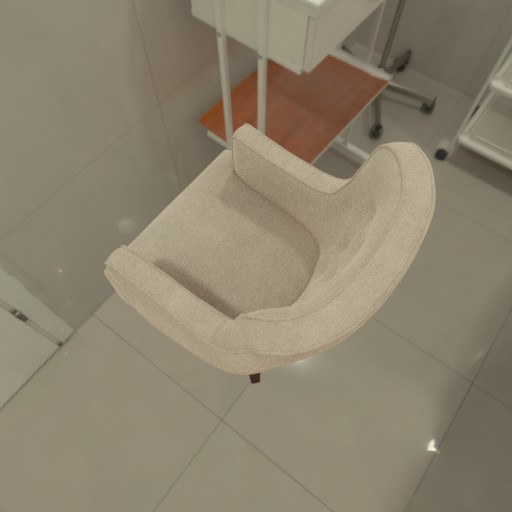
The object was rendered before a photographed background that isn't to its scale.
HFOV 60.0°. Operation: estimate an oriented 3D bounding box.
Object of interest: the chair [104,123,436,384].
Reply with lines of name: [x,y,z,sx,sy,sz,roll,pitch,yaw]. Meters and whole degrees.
chair: [0.000,0.000,1.594,0.910,0.920,0.781,34,68,16]
